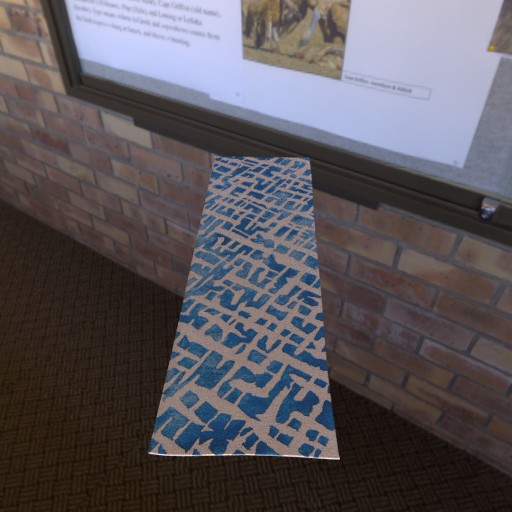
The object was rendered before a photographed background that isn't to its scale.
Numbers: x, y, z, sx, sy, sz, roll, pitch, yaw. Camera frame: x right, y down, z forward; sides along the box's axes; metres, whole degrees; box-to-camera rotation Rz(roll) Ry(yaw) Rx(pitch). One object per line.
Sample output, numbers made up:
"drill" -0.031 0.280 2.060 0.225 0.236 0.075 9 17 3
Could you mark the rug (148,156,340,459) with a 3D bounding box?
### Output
"rug" 0.000 0.000 2.683 0.768 0.011 2.446 2 41 2
